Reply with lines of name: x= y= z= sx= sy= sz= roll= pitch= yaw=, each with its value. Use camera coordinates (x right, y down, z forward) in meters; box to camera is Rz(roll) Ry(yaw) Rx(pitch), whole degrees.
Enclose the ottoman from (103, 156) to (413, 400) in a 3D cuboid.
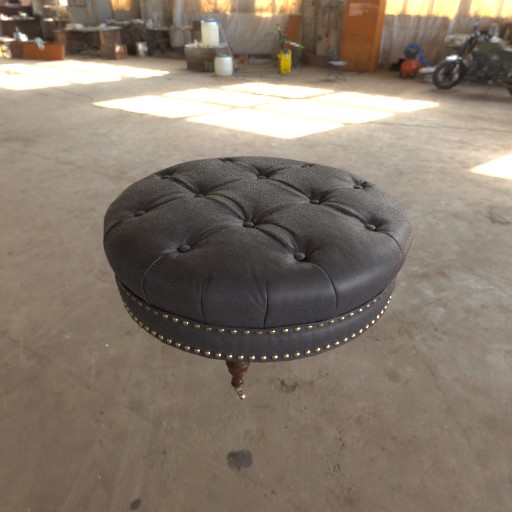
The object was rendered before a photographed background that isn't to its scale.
ottoman: x=0.000 y=0.000 z=1.398 sx=0.901 sy=0.439 sz=0.901 roll=0 pitch=31 yaw=0
